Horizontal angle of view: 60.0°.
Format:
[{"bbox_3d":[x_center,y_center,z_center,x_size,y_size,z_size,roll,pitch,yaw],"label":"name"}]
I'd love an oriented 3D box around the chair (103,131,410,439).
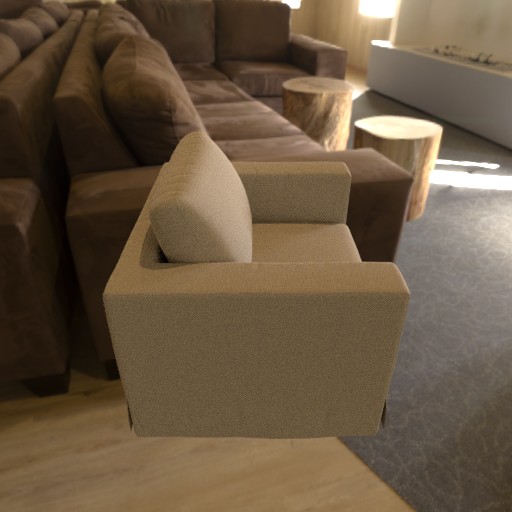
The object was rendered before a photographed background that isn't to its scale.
[{"bbox_3d":[0.000,0.000,1.892,0.957,0.878,1.150,0,32,0],"label":"chair"}]
